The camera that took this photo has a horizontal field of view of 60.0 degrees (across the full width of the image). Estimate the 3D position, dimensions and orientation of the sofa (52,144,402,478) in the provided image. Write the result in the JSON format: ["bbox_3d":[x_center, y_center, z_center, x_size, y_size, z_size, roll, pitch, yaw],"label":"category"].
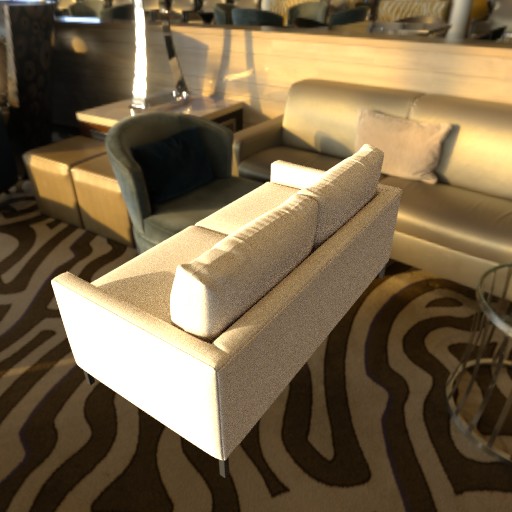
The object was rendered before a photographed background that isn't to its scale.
[{"bbox_3d":[0.000,0.000,2.144,0.839,0.812,1.651,20,37,29],"label":"sofa"}]
